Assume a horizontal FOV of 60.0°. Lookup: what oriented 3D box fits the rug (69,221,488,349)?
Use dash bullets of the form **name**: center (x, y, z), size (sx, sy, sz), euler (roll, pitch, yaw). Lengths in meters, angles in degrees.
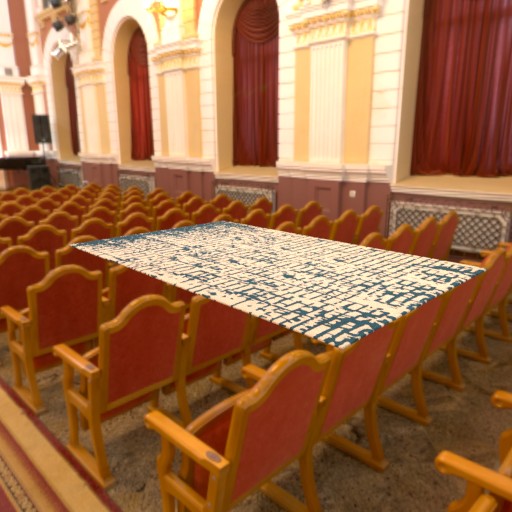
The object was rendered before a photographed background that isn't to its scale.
- **rug**: center (0.000, 0.000, 2.987), size (1.517, 0.011, 2.435), euler (-14, 20, -43)
